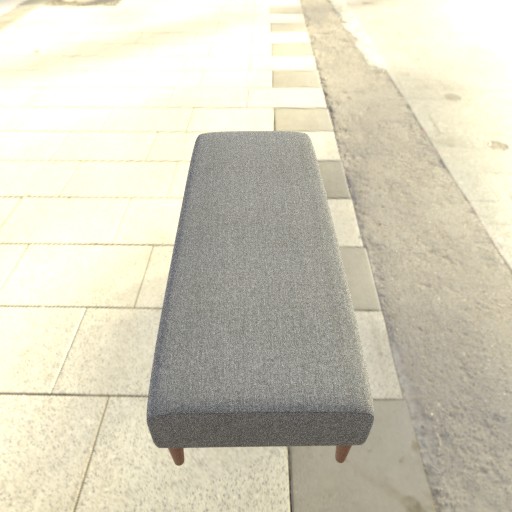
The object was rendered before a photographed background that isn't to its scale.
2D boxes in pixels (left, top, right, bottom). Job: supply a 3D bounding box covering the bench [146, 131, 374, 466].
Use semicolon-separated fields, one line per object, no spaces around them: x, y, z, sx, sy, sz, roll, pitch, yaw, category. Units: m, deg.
0.000;0.000;1.831;0.631;0.384;1.598;-1;41;-1;bench
